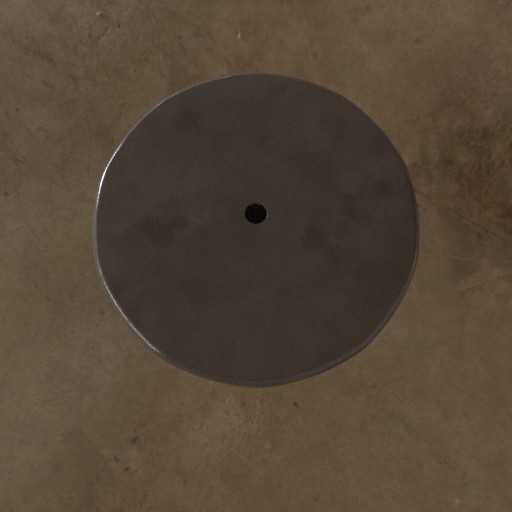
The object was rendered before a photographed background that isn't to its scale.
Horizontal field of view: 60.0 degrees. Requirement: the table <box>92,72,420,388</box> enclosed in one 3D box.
[{"bbox_3d":[0.000,0.000,0.651,0.352,0.387,0.352,0,77,0],"label":"table"}]
